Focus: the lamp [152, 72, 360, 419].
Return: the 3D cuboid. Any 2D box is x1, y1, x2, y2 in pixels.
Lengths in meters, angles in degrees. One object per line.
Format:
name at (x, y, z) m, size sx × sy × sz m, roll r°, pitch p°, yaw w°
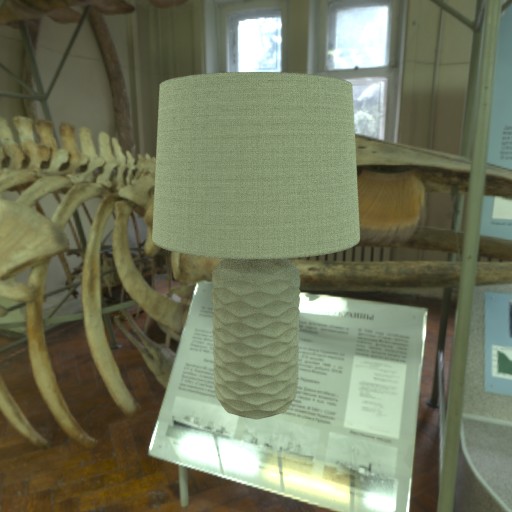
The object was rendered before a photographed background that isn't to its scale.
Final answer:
lamp at (0.000, 0.000, 0.830) m, size 0.376 × 0.594 × 0.376 m, roll 0°, pitch 13°, yaw 0°
